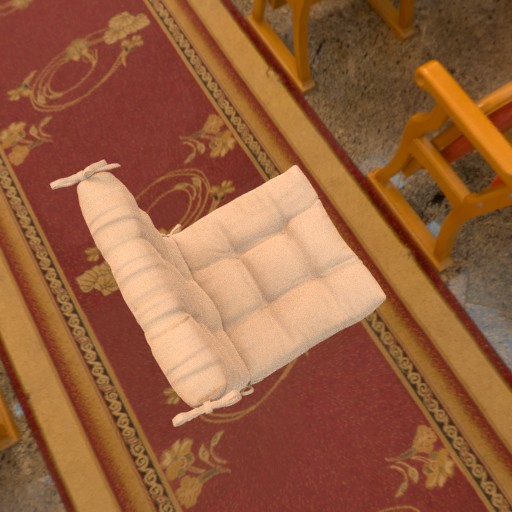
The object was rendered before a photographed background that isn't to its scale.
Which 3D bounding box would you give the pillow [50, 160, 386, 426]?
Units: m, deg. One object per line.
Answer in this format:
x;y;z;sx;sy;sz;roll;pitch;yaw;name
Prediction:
0.000;0.000;1.027;0.571;0.605;0.519;-30;76;-8;pillow
